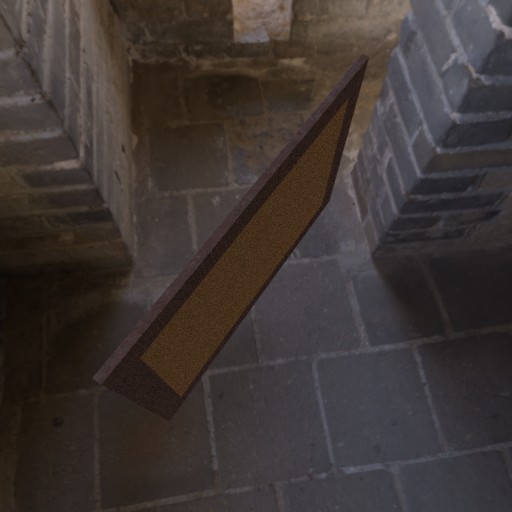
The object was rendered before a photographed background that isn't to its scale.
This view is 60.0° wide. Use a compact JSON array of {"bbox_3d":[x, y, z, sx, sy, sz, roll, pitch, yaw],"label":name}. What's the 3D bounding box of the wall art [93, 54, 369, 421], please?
[{"bbox_3d":[0.000,0.000,1.170,0.019,0.626,0.917,32,68,14],"label":"wall art"}]
